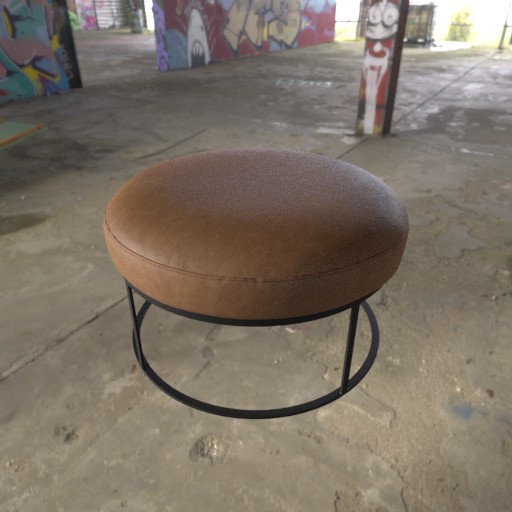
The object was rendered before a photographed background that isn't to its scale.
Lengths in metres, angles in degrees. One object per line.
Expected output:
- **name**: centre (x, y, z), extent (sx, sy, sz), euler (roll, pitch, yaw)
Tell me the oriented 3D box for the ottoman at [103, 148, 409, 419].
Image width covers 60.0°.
- **ottoman**: centre (0.000, 0.000, 1.242), extent (0.771, 0.460, 0.771), euler (0, 31, 0)
